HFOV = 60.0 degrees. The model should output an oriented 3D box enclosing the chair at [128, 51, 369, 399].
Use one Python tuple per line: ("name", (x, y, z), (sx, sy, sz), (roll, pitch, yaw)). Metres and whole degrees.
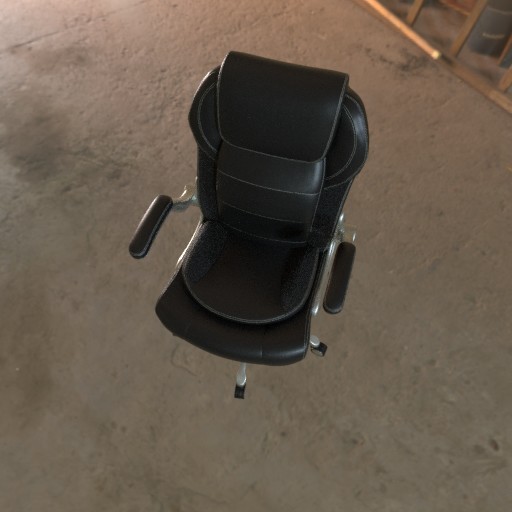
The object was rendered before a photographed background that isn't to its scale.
("chair", (0.000, 0.000, 1.646), (0.724, 1.141, 0.801), (15, 60, 9))
